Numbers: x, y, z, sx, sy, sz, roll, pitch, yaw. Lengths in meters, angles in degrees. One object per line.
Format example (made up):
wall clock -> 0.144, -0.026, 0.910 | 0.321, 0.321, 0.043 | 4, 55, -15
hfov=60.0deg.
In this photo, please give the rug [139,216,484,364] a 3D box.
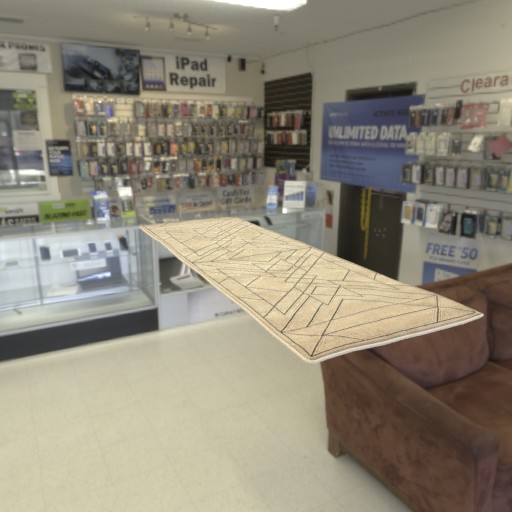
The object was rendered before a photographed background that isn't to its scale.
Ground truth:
rug -> 0.000, 0.000, 2.598 | 0.831, 0.036, 2.381 | -8, 17, -26
